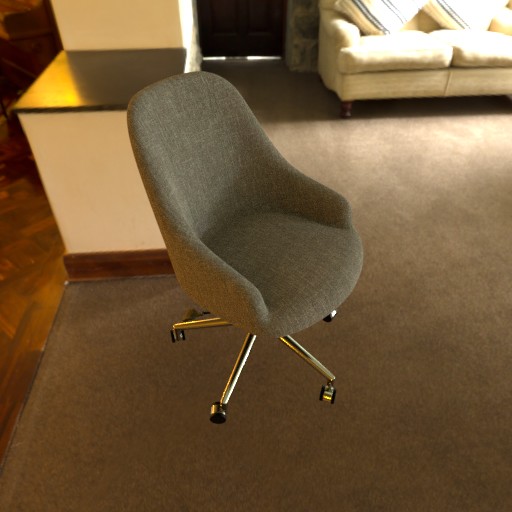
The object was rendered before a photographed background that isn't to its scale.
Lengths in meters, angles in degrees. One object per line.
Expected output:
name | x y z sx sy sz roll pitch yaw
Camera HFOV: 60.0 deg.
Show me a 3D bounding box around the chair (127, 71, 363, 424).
chair | 0.000 0.000 1.402 0.712 0.950 0.671 25 46 26
